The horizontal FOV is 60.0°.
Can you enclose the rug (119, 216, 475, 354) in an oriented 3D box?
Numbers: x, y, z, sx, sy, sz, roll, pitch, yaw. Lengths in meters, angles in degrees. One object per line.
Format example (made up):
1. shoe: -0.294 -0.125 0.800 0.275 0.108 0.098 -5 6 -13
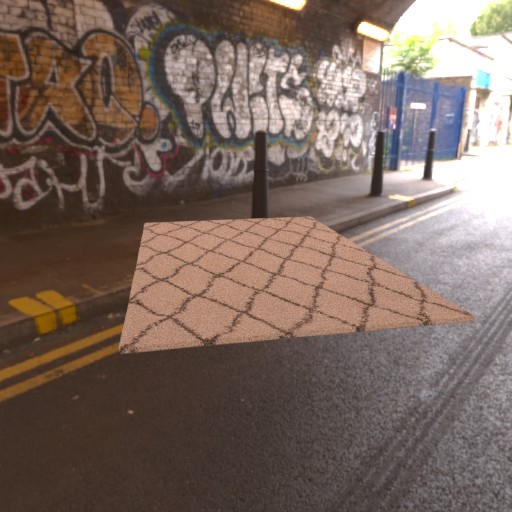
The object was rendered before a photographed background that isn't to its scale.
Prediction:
1. rug: 0.000 0.000 3.405 1.778 0.030 2.743 -3 16 -11
